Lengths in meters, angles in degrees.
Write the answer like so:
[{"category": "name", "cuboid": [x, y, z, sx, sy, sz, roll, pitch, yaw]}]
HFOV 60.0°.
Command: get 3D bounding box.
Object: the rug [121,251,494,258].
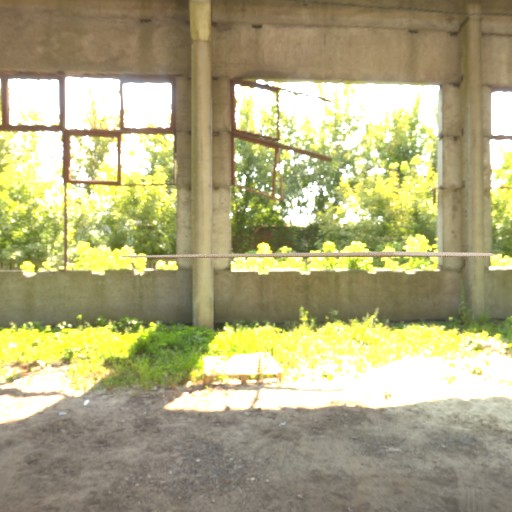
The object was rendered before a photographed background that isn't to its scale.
[{"category": "rug", "cuboid": [0.000, 0.000, 2.486, 0.678, 0.014, 2.276, 0, -1, -38]}]
